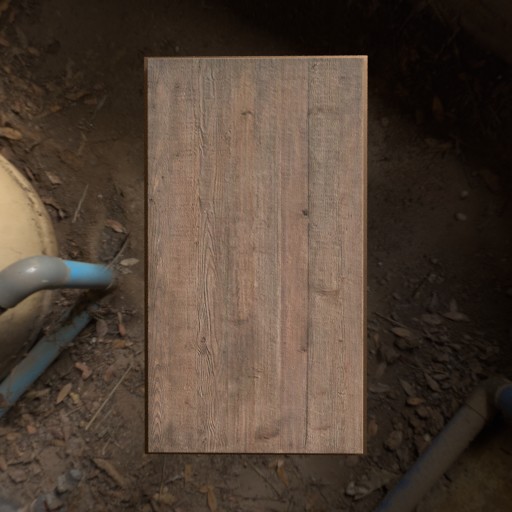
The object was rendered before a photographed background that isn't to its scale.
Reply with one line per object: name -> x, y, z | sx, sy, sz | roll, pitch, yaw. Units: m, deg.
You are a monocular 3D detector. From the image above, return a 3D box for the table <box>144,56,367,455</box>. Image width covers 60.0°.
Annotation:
table -> 0.000, 0.000, 1.739 | 0.775, 0.468, 1.387 | 0, 90, 1
